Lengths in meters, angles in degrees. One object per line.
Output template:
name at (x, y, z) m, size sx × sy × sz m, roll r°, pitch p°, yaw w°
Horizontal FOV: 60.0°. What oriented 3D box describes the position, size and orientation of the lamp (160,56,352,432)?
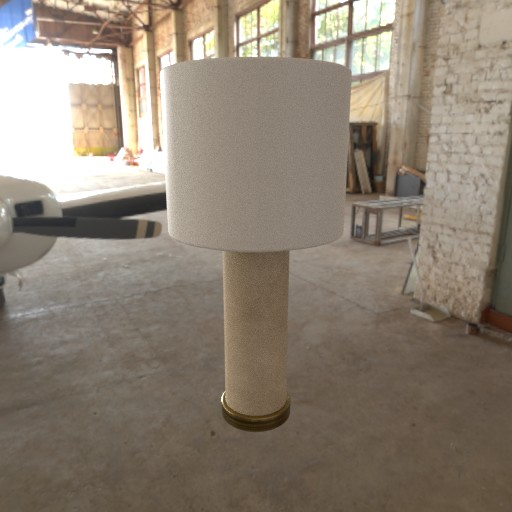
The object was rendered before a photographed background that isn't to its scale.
lamp at (0.000, 0.000, 0.798) m, size 0.305 × 0.634 × 0.305 m, roll 2°, pitch 15°, yaw 8°
